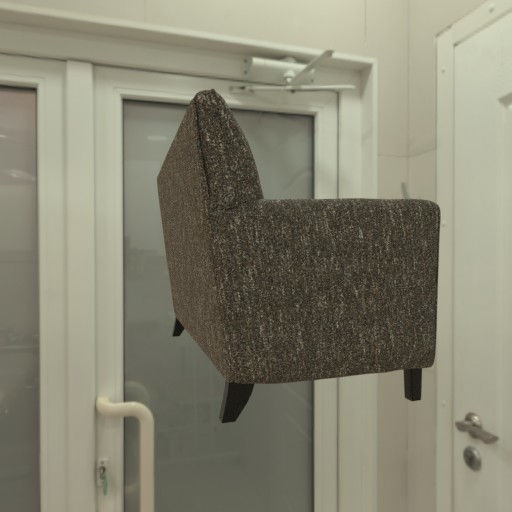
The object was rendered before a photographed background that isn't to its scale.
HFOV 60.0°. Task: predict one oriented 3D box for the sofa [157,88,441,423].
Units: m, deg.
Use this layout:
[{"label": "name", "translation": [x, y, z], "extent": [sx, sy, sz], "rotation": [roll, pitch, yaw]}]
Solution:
[{"label": "sofa", "translation": [0.000, 0.000, 2.019], "extent": [0.801, 0.946, 1.519], "rotation": [0, 1, -17]}]
